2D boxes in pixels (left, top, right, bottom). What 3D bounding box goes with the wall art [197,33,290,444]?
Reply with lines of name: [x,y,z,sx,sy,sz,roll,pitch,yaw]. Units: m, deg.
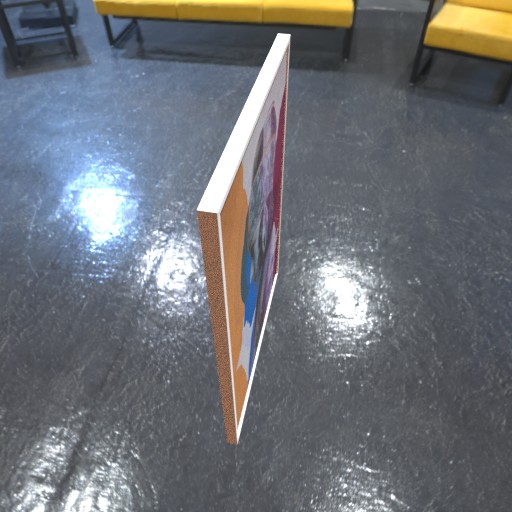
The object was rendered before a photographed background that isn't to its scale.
wall art: [0.000,0.000,1.400,0.039,1.050,0.795,9,47,8]
